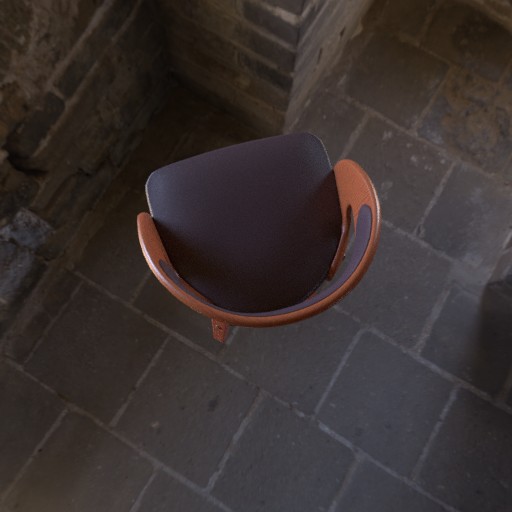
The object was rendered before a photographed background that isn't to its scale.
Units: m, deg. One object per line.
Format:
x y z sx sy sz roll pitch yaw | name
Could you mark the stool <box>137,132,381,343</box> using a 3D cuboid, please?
0.000 0.000 1.171 0.457 0.940 0.457 -15 76 -4 | stool
